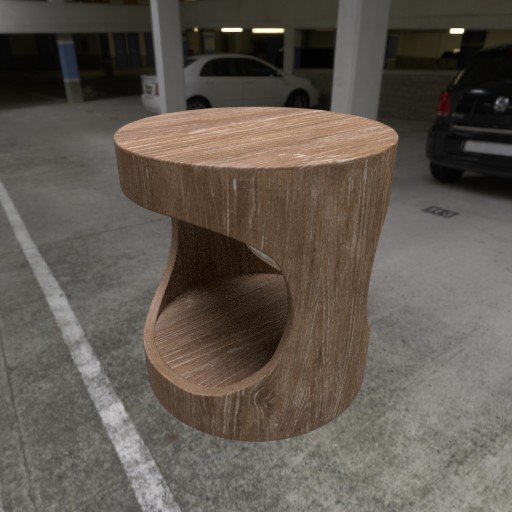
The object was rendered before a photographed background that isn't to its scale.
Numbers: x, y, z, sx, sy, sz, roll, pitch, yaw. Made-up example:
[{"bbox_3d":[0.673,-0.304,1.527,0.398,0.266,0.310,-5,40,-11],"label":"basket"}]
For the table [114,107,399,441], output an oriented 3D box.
[{"bbox_3d":[0.000,0.000,0.978,0.527,0.551,0.527,0,27,0],"label":"table"}]
